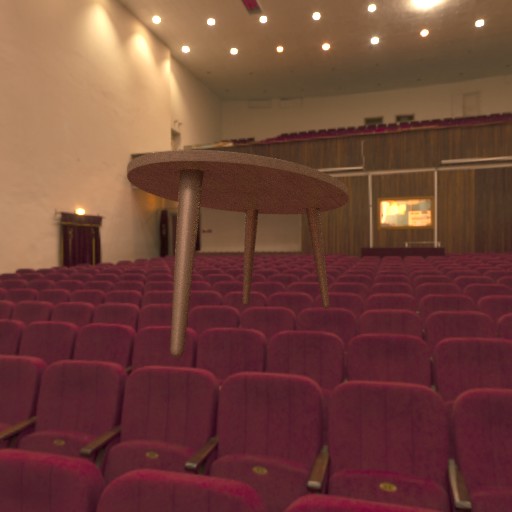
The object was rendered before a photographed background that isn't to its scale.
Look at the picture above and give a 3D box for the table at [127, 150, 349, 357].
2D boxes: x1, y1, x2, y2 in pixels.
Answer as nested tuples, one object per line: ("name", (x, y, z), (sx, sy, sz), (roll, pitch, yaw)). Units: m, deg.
("table", (0.000, 0.000, 1.340), (0.542, 0.390, 1.083), (0, 0, 17))
